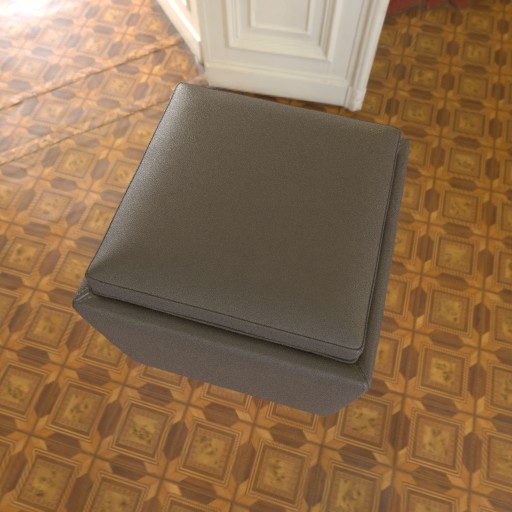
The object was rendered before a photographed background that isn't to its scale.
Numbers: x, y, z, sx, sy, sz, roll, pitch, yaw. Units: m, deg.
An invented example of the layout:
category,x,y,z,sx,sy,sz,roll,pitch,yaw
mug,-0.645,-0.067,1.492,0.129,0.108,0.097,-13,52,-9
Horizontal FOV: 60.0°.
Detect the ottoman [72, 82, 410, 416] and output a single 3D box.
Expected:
category,x,y,z,sx,sy,sz,roll,pitch,yaw
ottoman,0.000,0.000,0.836,0.451,0.460,0.450,14,65,7
